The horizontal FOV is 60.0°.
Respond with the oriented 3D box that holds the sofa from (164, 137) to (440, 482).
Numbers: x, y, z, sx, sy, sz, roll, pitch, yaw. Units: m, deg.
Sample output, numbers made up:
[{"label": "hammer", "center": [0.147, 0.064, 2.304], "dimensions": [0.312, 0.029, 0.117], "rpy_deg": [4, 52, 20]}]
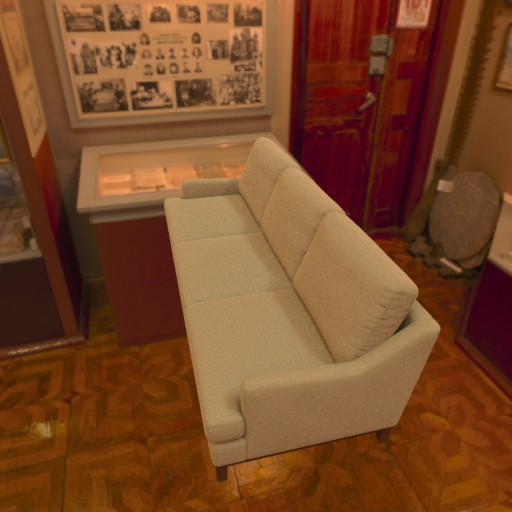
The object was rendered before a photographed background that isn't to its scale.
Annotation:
[{"label": "sofa", "center": [0.000, 0.000, 2.787], "dimensions": [1.000, 0.913, 2.321], "rpy_deg": [-7, 32, -12]}]
